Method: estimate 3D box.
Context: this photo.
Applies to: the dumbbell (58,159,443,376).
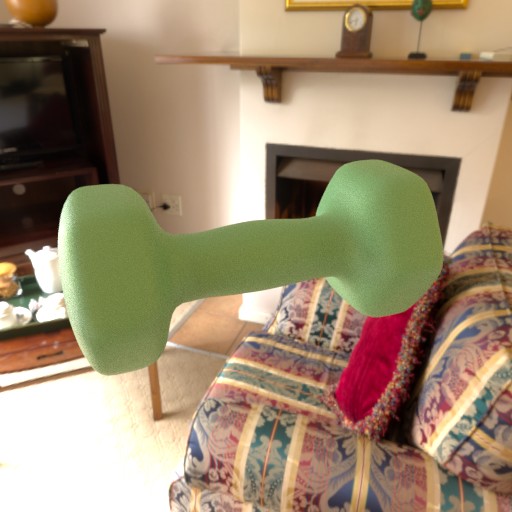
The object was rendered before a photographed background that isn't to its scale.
[{"bbox_3d":[0.000,0.000,0.320,0.257,0.114,0.126,-8,27,-17],"label":"dumbbell"}]
